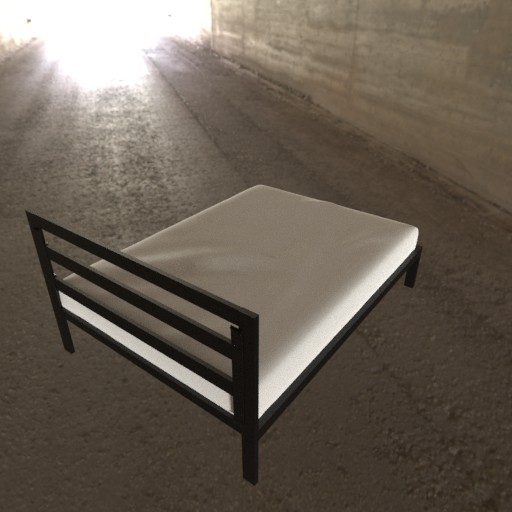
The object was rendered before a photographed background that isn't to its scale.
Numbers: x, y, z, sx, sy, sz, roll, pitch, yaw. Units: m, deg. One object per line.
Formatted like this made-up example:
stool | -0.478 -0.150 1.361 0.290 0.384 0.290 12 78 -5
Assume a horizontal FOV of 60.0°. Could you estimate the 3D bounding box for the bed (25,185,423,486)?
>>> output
bed | 0.000 0.000 2.889 1.524 0.967 2.062 21 36 31
